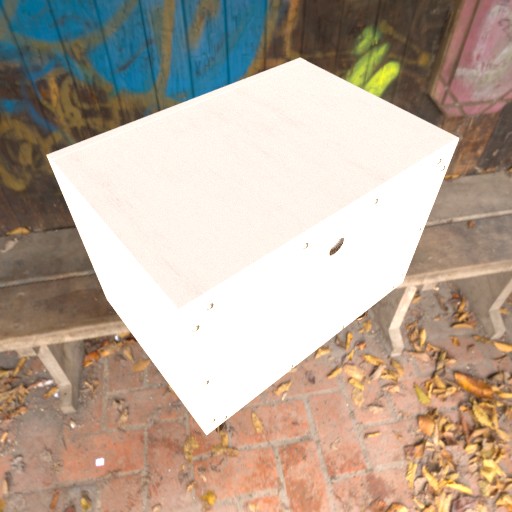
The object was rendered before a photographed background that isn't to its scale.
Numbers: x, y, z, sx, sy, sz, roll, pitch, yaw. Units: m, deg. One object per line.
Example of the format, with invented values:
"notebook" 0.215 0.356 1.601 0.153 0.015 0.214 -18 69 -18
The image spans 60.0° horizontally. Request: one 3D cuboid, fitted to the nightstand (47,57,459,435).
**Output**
"nightstand" 0.000 0.000 1.030 0.614 0.604 0.447 -31 55 -25
